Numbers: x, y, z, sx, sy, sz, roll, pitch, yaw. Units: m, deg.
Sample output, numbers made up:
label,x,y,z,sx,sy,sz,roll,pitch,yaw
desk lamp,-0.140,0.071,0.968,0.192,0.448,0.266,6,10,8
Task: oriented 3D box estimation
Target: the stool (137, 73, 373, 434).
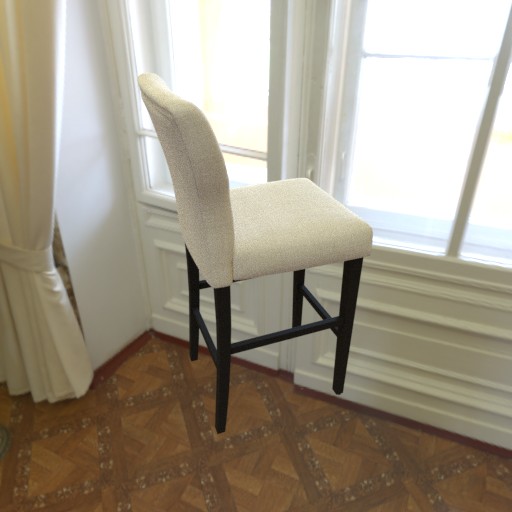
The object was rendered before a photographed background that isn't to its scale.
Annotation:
label,x,y,z,sx,sy,sz,roll,pitch,yaw
stool,0.000,0.000,1.487,0.603,1.124,0.516,-11,32,-18
